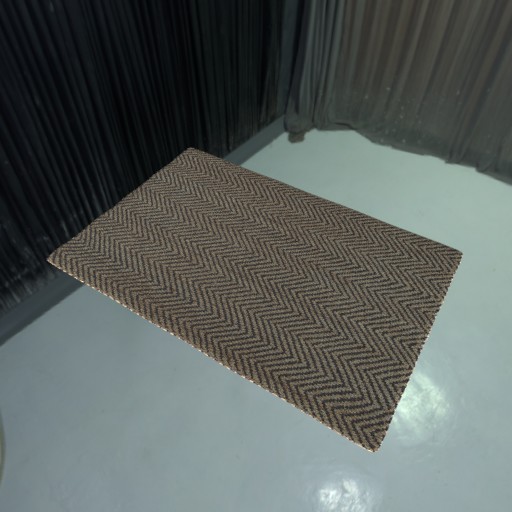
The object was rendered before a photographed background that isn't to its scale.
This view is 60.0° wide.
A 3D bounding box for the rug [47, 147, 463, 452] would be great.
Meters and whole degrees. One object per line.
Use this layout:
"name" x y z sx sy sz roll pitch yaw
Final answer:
"rug" 0.000 0.000 2.317 1.828 0.008 1.219 25 52 21
